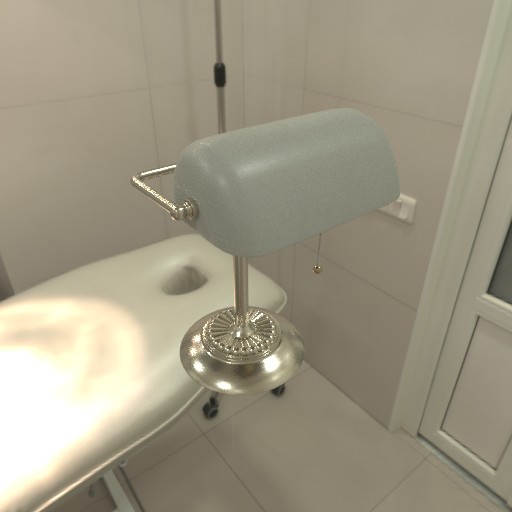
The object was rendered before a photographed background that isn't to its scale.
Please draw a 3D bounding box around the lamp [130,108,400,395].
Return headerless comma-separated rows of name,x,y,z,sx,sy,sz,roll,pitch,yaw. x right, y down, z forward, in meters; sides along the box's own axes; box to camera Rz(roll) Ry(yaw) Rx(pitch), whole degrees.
lamp,0.000,0.000,0.529,0.264,0.339,0.243,-23,38,-32
